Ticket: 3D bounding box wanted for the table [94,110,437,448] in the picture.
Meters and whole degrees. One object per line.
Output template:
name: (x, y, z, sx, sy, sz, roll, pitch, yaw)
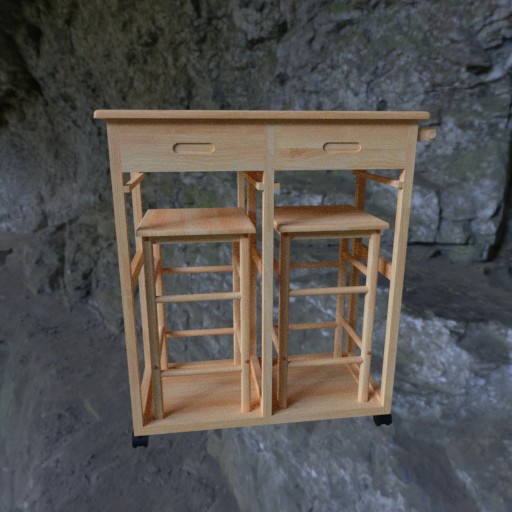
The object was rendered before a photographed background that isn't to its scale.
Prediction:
table: (0.000, 0.000, 1.376, 0.752, 0.832, 0.693, -2, 16, -7)
